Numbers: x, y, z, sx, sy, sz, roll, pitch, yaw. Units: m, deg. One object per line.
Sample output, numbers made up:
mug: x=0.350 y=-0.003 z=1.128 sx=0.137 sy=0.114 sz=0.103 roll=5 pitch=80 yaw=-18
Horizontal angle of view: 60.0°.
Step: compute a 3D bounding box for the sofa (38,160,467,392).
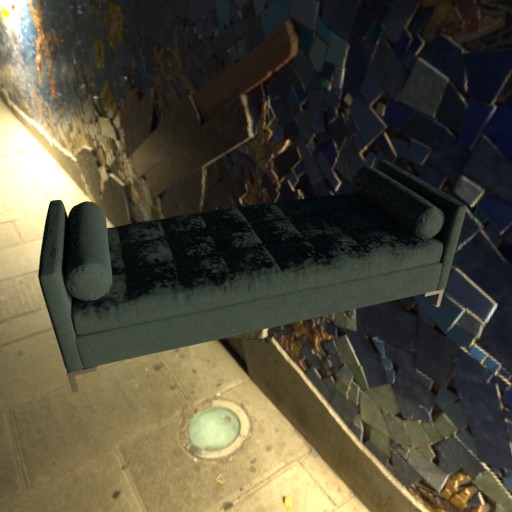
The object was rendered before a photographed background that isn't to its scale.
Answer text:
sofa: x=0.000 y=0.000 z=2.503 sx=2.102 sy=0.657 sz=0.797 roll=-10 pitch=32 yaw=-16
